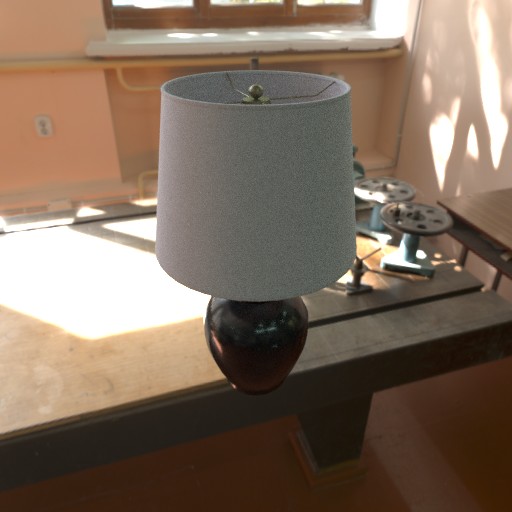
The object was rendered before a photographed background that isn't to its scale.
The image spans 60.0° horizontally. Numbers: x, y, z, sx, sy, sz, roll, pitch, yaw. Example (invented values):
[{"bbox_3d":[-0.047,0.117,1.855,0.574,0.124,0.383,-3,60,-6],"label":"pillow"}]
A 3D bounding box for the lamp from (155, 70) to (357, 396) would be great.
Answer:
[{"bbox_3d":[0.000,0.000,0.546,0.239,0.399,0.239,0,31,0],"label":"lamp"}]
